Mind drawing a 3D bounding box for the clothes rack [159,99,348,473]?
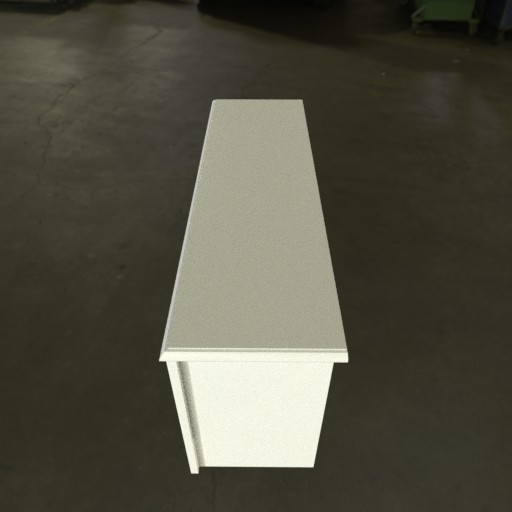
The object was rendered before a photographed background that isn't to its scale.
[{"bbox_3d":[0.000,0.000,1.348,0.324,0.531,1.120,0,41,0],"label":"clothes rack"}]
